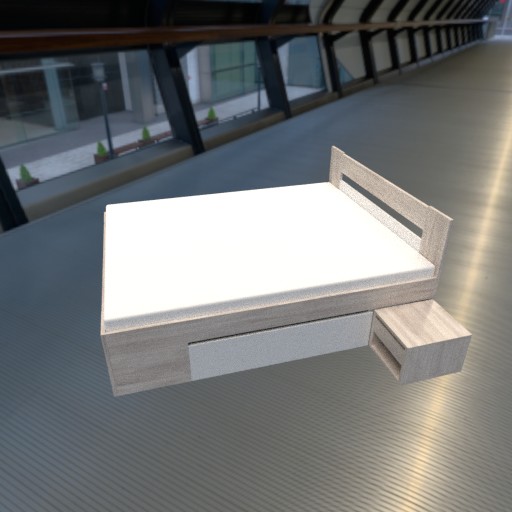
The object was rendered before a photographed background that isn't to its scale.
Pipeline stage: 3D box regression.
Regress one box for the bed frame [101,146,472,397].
[{"bbox_3d":[0.000,0.000,3.105,2.050,0.860,2.040,-8,30,-14],"label":"bed frame"}]
